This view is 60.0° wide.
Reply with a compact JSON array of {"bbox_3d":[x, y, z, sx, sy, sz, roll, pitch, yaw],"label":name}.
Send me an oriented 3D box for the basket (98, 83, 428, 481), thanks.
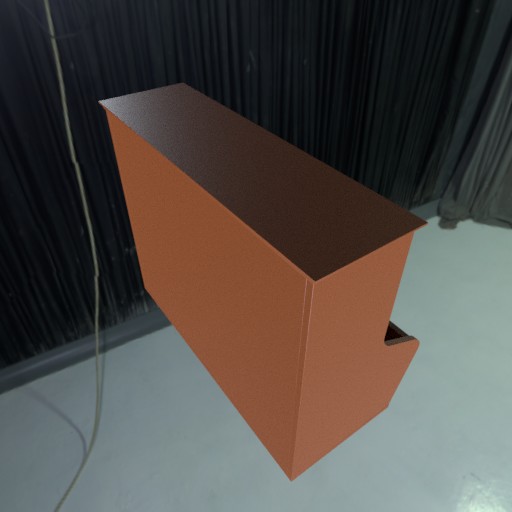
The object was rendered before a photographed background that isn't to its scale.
[{"bbox_3d":[0.000,0.000,1.113,0.376,0.625,0.792,-25,45,-27],"label":"basket"}]
